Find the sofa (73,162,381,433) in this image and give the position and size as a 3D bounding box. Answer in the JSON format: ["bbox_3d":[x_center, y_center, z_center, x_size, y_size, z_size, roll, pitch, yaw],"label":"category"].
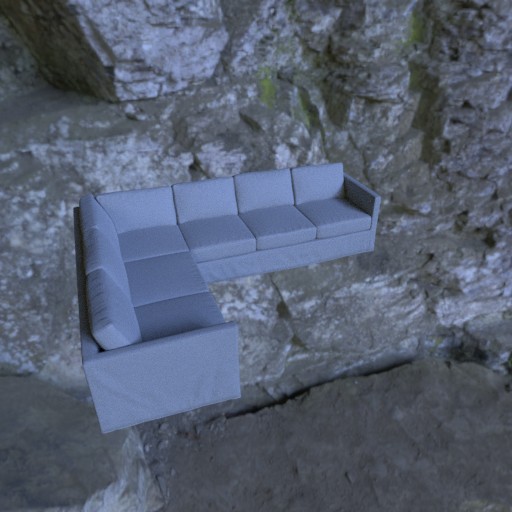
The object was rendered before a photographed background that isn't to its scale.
[{"bbox_3d":[0.000,0.000,4.261,3.182,0.871,2.432,-11,33,-18],"label":"sofa"}]
